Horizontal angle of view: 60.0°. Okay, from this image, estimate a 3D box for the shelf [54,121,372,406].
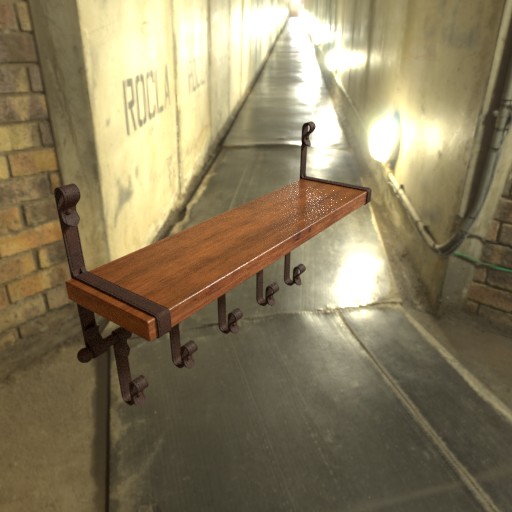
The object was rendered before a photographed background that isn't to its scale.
[{"bbox_3d":[0.000,0.000,0.696,0.146,0.330,0.567,18,31,32],"label":"shelf"}]
